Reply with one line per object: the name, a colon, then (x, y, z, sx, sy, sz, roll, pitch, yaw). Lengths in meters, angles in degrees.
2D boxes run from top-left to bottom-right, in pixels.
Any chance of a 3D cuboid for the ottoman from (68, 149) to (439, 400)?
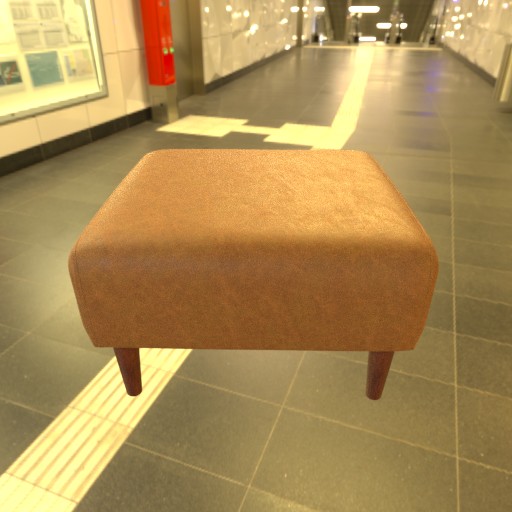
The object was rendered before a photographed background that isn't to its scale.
ottoman: (0.000, 0.000, 1.085, 0.650, 0.399, 0.650, 1, 29, 1)
